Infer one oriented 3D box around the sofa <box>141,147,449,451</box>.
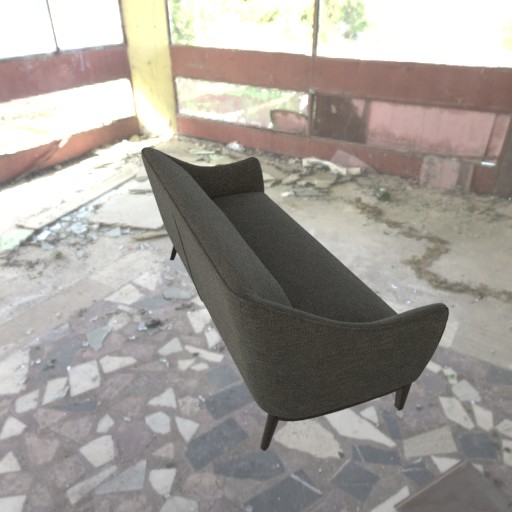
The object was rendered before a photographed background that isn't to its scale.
[{"bbox_3d":[0.000,0.000,2.403,0.867,0.829,1.928,-12,33,-19],"label":"sofa"}]
